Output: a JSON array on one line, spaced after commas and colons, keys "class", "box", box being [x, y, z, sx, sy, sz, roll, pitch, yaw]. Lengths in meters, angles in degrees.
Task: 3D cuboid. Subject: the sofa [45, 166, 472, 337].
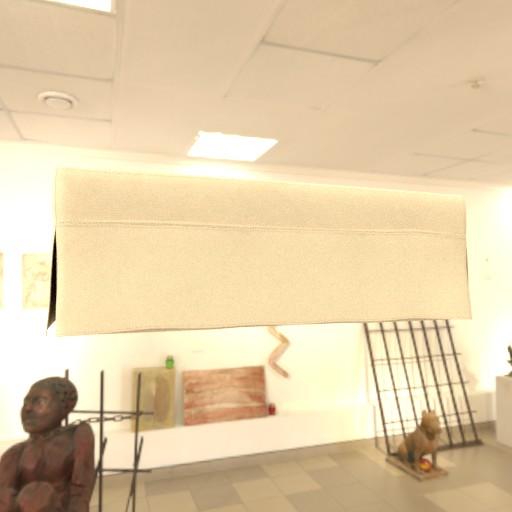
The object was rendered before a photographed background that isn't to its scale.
[{"class": "sofa", "box": [0.000, 0.000, 2.020, 1.677, 0.552, 0.939, 1, -2, -19]}]
